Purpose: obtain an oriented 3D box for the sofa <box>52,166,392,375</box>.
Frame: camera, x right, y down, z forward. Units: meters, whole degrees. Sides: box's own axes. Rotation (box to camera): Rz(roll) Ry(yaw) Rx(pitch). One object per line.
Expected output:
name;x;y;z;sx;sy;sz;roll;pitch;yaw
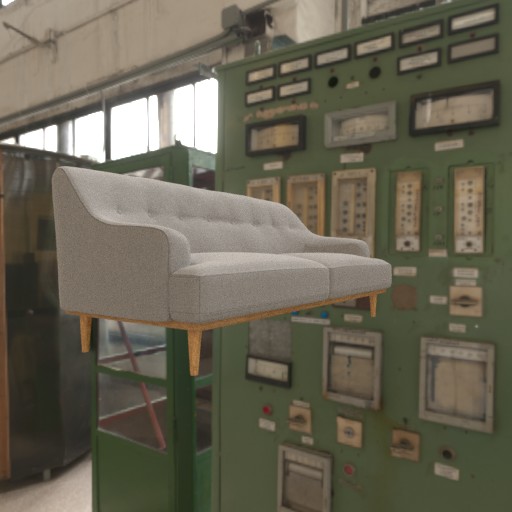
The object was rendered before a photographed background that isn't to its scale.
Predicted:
sofa;0.000;0.000;2.619;0.978;0.871;2.057;0;0;35
